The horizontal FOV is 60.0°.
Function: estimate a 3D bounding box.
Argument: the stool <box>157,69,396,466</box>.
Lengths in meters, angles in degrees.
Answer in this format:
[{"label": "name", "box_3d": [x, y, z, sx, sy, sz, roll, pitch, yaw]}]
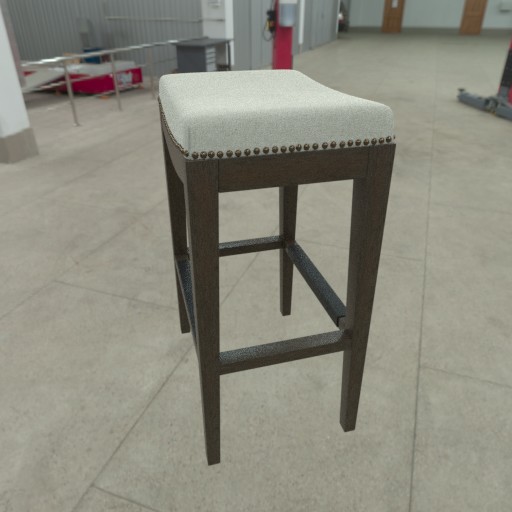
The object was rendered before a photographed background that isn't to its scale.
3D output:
[{"label": "stool", "box_3d": [0.000, 0.000, 1.046, 0.358, 0.759, 0.498, -8, 31, -13]}]
